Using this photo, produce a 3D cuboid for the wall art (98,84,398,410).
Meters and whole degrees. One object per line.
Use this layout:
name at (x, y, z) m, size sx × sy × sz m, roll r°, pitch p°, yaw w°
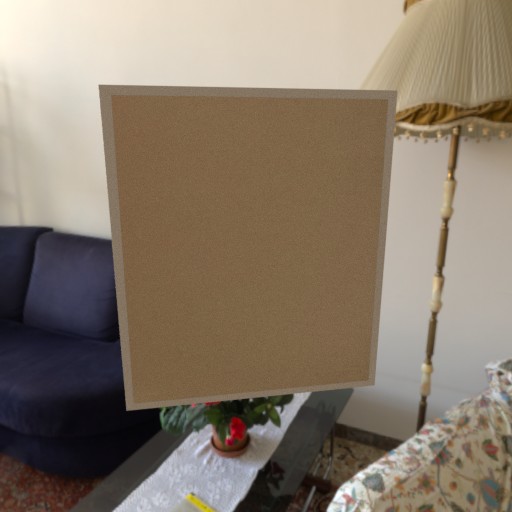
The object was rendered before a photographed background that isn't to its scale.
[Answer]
wall art at (0.000, 0.000, 0.782) m, size 0.482 × 0.557 × 0.012 m, roll -3°, pitch 15°, yaw -10°
